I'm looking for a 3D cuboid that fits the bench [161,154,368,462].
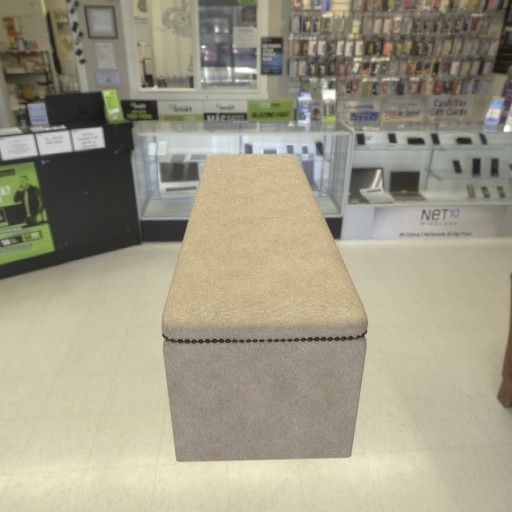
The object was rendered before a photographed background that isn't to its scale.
[{"bbox_3d":[0.000,0.000,1.700,0.470,0.447,1.482,-1,27,-1],"label":"bench"}]
